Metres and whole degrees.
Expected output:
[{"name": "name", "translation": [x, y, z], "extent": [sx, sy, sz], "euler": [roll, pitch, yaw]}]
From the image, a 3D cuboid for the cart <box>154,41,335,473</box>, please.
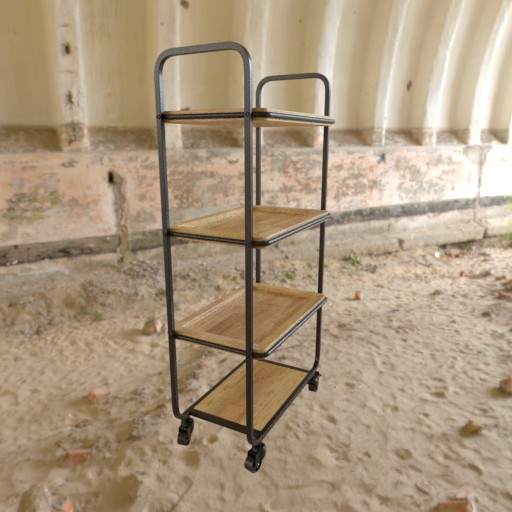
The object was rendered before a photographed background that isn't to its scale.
[{"name": "cart", "translation": [0.000, 0.000, 1.338], "extent": [0.321, 1.080, 0.545], "euler": [8, 17, 27]}]
